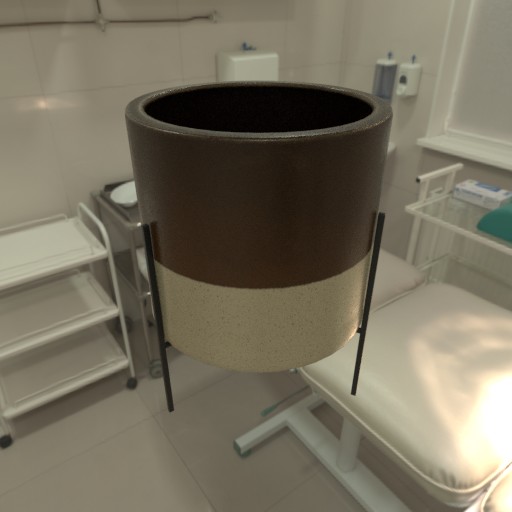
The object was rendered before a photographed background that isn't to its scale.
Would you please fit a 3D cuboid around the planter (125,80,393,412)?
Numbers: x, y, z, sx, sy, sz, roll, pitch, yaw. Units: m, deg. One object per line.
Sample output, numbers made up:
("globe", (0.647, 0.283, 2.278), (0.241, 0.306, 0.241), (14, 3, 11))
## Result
("planter", (0.000, 0.000, 0.695), (0.354, 0.465, 0.345), (-21, 36, -31))
